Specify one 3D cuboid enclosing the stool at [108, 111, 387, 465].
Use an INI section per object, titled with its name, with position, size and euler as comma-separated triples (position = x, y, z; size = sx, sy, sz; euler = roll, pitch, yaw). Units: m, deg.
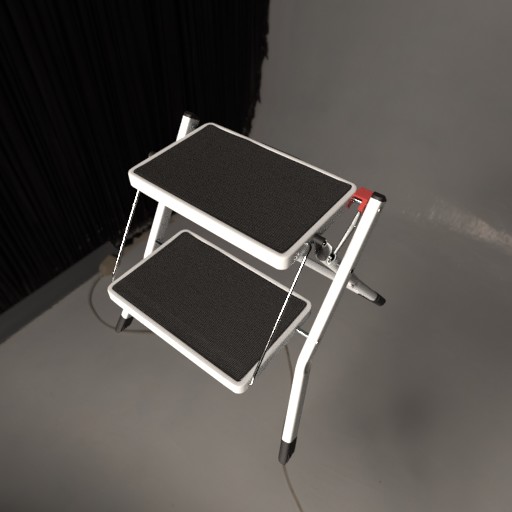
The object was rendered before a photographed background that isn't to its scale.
[stool]
position = 0.000, 0.000, 0.879
size = 0.485, 0.445, 0.490
euler = 30, 53, 25
